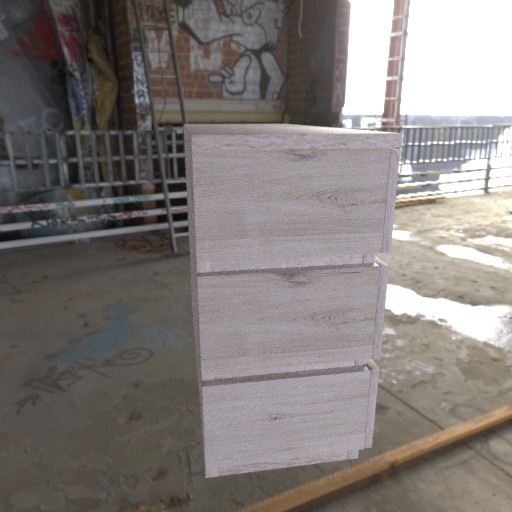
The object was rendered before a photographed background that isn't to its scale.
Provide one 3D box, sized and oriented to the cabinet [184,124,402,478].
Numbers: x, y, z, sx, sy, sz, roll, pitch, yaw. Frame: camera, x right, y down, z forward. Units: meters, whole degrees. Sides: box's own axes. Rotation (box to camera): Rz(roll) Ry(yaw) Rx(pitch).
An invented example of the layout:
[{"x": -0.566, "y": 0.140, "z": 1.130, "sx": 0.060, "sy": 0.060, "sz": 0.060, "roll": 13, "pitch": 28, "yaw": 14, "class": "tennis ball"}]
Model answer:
[{"x": 0.000, "y": 0.000, "z": 1.468, "sx": 0.420, "sy": 0.820, "sz": 1.040, "roll": -3, "pitch": 18, "yaw": -9, "class": "cabinet"}]
